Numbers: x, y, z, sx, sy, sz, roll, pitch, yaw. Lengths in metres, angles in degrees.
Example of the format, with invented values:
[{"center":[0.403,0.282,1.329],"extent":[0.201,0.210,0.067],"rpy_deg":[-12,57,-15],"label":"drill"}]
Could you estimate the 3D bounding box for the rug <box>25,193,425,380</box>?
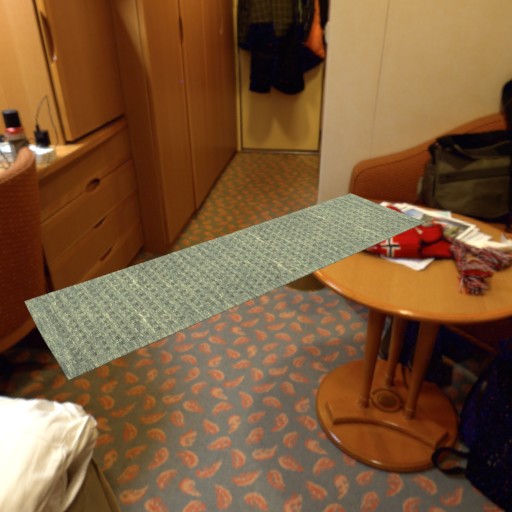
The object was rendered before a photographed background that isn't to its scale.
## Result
[{"center":[0.000,0.000,2.660],"extent":[2.443,0.008,0.688],"rpy_deg":[-21,36,-32],"label":"rug"}]
